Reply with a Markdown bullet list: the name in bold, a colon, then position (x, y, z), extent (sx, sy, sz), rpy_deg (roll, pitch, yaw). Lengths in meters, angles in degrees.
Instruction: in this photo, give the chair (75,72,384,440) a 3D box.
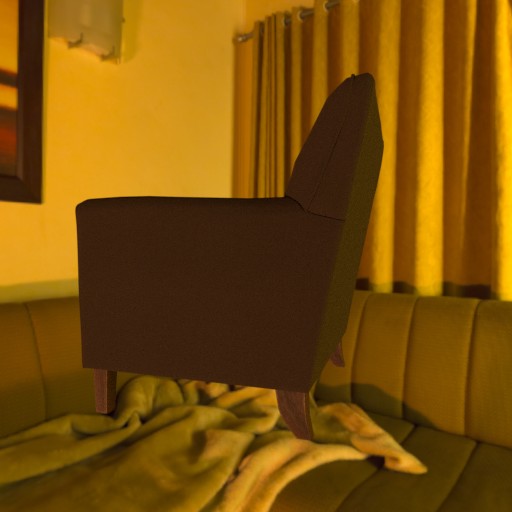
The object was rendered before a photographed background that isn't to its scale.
- **chair**: position (0.000, 0.000, 1.543), extent (0.831, 0.911, 0.836), rpy_deg (0, 2, 18)
